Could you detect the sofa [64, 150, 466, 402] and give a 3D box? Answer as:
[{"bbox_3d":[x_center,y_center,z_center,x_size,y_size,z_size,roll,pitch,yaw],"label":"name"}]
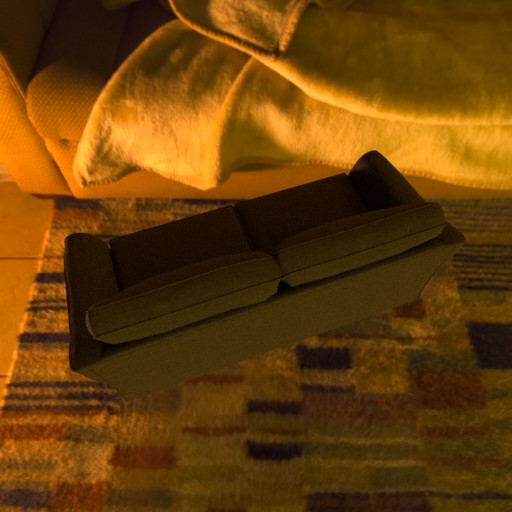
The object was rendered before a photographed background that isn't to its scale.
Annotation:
[{"bbox_3d":[0.000,0.000,2.805,2.270,0.950,0.971,-17,60,-10],"label":"sofa"}]
